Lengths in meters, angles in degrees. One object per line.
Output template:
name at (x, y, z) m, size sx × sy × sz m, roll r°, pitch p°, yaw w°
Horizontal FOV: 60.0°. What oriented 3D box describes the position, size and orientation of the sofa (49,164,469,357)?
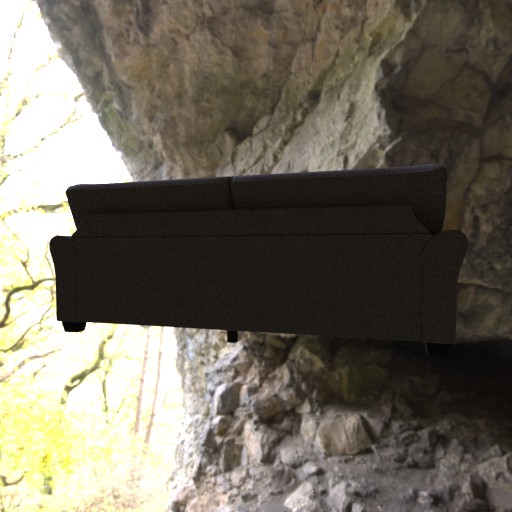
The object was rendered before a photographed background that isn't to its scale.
sofa at (0.000, 0.000, 2.466) m, size 2.032 × 0.813 × 0.889 m, roll 0°, pitch 0°, yaw 18°
